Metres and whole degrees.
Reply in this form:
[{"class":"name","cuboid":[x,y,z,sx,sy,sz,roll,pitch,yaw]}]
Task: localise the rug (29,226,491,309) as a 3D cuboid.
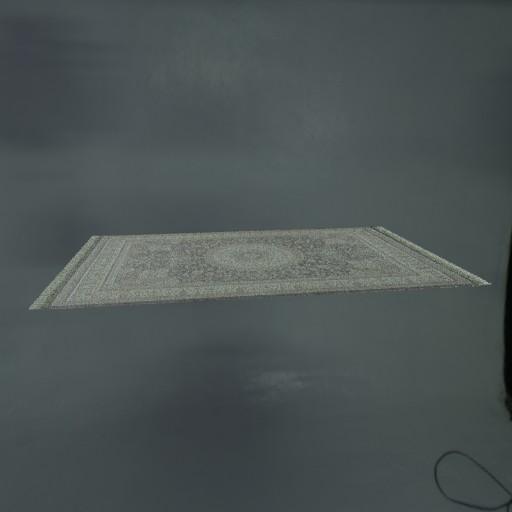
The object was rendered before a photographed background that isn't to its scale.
[{"class":"rug","cuboid":[0.000,0.000,3.020,2.440,0.010,1.528,-2,16,-8]}]
